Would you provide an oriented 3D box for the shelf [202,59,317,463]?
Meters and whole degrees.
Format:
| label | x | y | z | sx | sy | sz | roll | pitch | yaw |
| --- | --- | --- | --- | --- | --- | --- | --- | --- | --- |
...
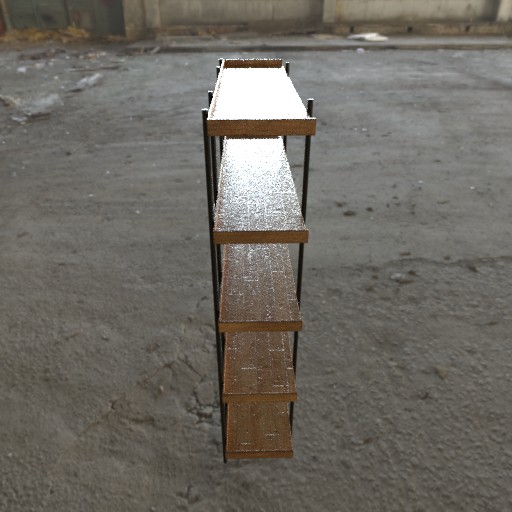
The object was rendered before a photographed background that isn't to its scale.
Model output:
| label | x | y | z | sx | sy | sz | roll | pitch | yaw |
| --- | --- | --- | --- | --- | --- | --- | --- | --- | --- |
| shelf | 0.000 | 0.000 | 2.413 | 0.379 | 1.826 | 1.371 | -1 | 31 | -1 |
